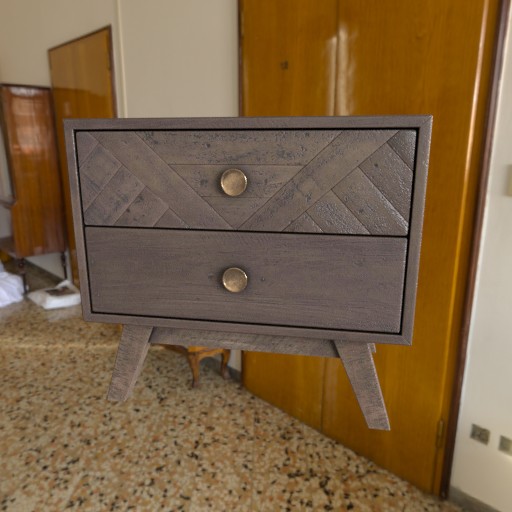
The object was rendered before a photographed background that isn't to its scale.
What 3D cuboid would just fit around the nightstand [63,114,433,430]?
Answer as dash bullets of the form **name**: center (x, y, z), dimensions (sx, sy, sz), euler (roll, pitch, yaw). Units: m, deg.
- **nightstand**: center (0.000, 0.000, 1.039), dimensions (0.650, 0.599, 0.450), euler (3, 14, 10)
